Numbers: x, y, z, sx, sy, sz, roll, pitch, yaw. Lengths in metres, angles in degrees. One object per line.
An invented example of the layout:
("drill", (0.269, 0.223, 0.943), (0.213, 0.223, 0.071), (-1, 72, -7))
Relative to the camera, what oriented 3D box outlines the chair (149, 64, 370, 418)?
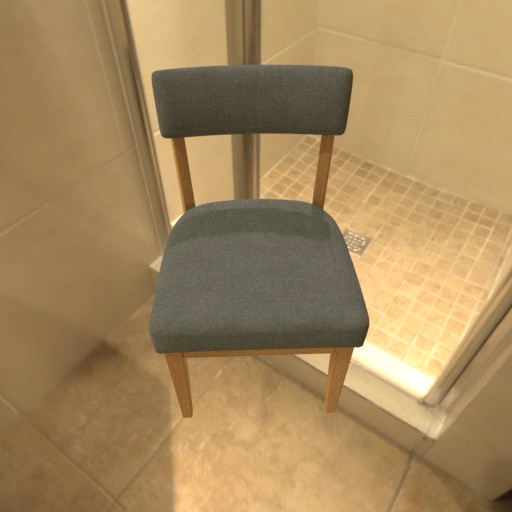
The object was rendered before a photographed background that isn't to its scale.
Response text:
("chair", (0.000, 0.000, 1.211), (0.508, 0.832, 0.572), (-1, 48, -1))
